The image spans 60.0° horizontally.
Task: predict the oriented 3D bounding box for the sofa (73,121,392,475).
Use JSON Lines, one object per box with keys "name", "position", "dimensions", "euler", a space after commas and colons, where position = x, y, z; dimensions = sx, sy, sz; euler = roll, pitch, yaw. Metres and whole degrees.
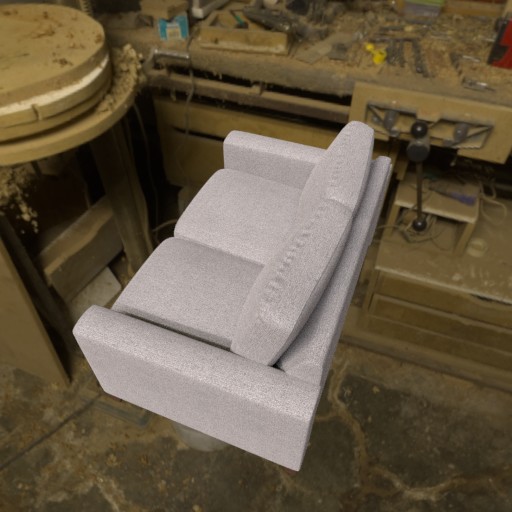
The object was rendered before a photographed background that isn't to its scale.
{"name": "sofa", "position": [0.000, 0.000, 2.007], "dimensions": [0.917, 0.873, 1.420], "euler": [16, 49, 15]}
